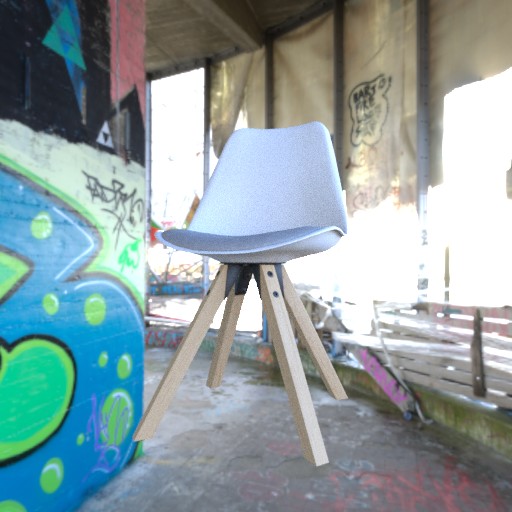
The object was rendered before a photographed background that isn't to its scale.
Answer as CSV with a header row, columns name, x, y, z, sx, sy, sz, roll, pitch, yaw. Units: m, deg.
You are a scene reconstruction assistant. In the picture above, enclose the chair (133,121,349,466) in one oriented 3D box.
name,x,y,z,sx,sy,sz,roll,pitch,yaw
chair,0.000,0.000,1.196,0.485,0.850,0.550,0,0,17
